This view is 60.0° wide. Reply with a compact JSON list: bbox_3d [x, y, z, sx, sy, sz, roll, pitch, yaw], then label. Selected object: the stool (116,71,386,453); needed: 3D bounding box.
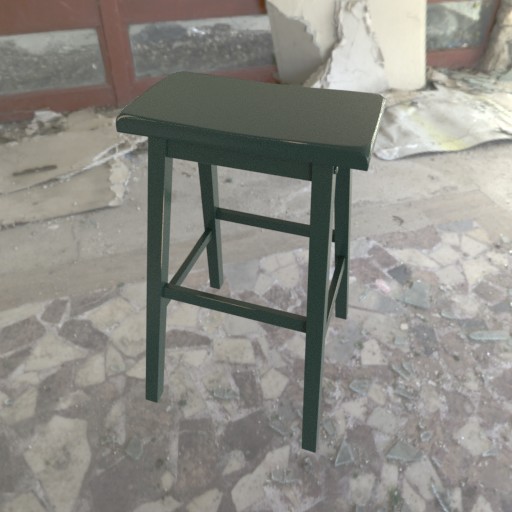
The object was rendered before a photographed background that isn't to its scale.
[{"bbox_3d":[0.000,0.000,1.047,0.457,0.737,0.476,12,42,14],"label":"stool"}]
